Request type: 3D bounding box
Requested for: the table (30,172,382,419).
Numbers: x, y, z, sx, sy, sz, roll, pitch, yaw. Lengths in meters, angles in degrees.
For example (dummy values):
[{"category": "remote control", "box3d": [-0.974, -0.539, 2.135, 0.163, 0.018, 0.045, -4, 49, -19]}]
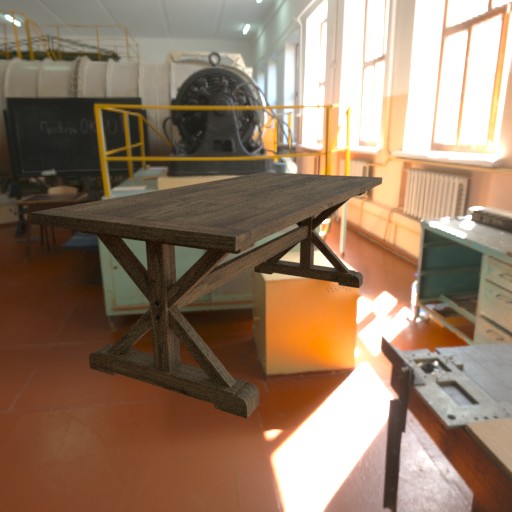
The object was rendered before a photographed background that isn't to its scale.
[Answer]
[{"category": "table", "box3d": [0.000, 0.000, 2.469, 0.907, 0.733, 2.031, 8, 17, 26]}]
